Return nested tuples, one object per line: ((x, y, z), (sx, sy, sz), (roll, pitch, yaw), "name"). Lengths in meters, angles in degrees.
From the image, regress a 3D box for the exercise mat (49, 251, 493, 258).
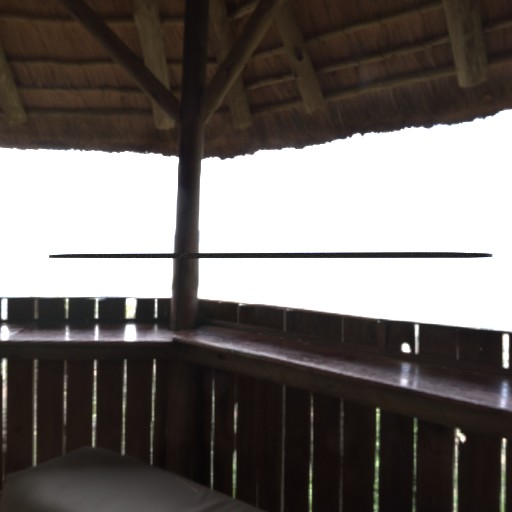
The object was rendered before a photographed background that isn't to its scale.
((0.000, 0.000, 2.059), (1.884, 0.021, 0.616), (0, -1, 18), "exercise mat")
